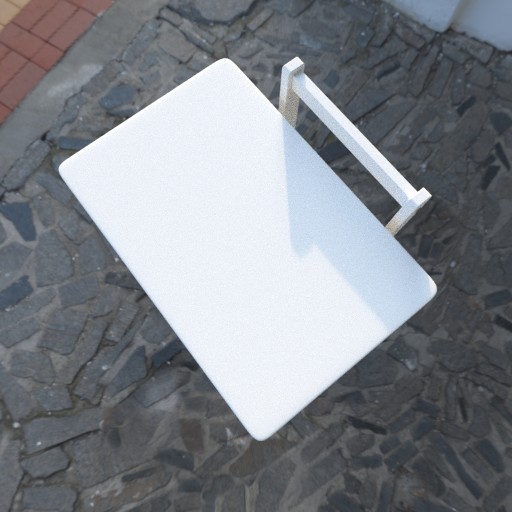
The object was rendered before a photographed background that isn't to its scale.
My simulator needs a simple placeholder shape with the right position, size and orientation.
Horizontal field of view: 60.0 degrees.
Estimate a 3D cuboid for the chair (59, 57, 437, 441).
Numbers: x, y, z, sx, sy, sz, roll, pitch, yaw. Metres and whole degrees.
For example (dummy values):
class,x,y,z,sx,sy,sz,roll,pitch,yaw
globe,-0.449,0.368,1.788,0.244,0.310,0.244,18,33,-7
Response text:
class,x,y,z,sx,sy,sz,roll,pitch,yaw
chair,0.000,0.000,1.040,0.461,0.673,0.599,-37,78,-10
